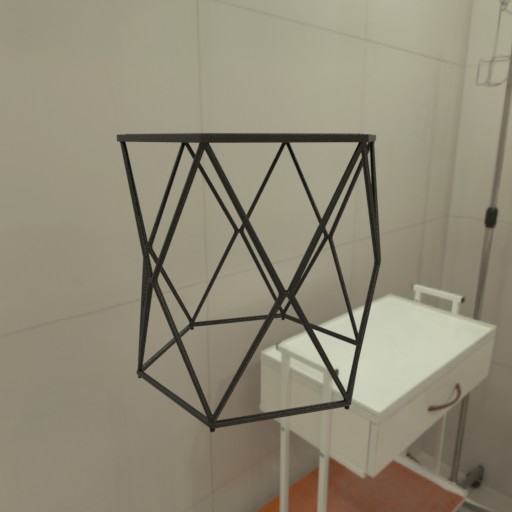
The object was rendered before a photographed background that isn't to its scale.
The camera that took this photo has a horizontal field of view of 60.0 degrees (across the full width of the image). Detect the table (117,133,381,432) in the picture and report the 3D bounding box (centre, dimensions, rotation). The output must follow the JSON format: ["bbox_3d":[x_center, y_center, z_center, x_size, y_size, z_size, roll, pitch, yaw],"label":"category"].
[{"bbox_3d":[0.000,0.000,1.064,0.579,0.564,0.578,-14,20,-42],"label":"table"}]
